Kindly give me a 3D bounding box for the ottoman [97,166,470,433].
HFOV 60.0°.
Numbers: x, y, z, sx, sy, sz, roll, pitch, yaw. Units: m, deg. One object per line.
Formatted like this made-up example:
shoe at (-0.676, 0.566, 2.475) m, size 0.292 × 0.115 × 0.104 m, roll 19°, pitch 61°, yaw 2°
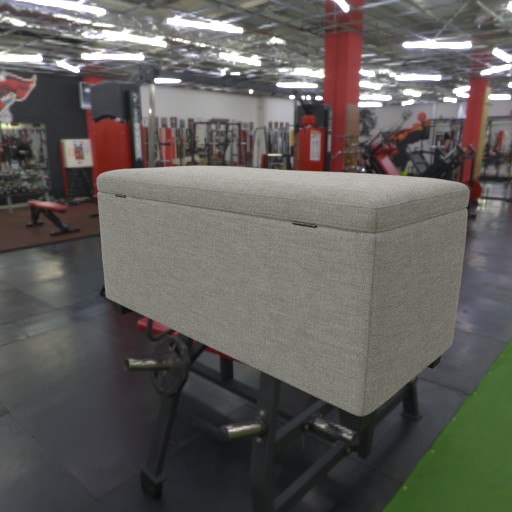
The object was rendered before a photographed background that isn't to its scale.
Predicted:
ottoman at (0.000, 0.000, 1.135) m, size 0.902 × 0.432 × 0.419 m, roll 13°, pitch 19°, yaw 42°
